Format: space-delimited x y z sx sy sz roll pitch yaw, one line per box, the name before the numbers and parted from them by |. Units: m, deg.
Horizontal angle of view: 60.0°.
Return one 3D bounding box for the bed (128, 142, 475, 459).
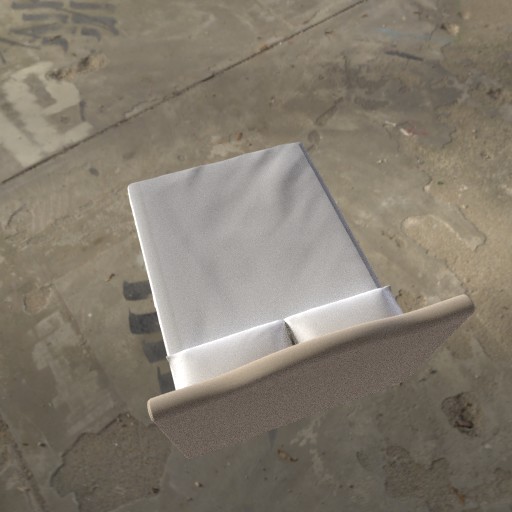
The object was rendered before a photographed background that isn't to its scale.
bed | 0.000 0.000 3.246 1.753 1.460 2.143 -16 60 -10
